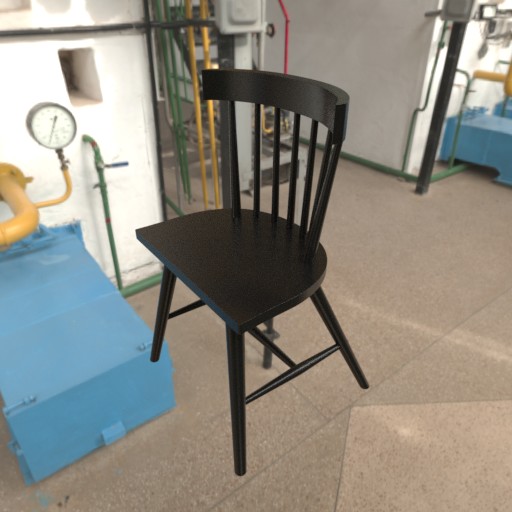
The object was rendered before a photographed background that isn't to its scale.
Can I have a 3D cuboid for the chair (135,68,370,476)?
[{"bbox_3d":[0.000,0.000,1.150,0.483,0.844,0.506,-22,38,-31],"label":"chair"}]
